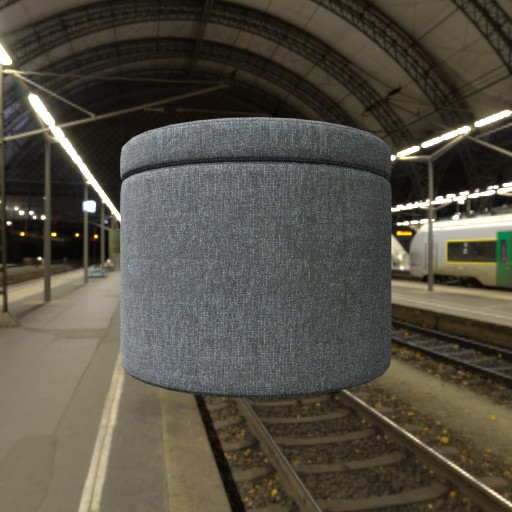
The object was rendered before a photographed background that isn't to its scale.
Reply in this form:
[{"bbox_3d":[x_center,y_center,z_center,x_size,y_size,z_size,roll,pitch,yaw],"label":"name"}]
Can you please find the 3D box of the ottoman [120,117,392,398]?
[{"bbox_3d":[0.000,0.000,0.854,0.500,0.419,0.500,0,0,0],"label":"ottoman"}]
